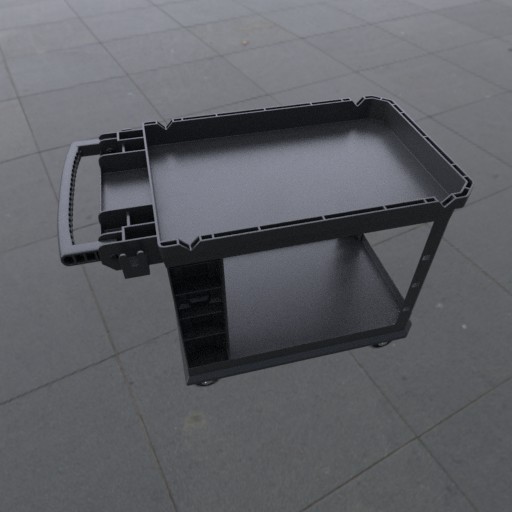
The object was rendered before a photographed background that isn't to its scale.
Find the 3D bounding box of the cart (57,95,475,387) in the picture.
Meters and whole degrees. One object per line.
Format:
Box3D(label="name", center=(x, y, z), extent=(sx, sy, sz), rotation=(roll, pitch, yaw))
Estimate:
Box3D(label="cart", center=(0.000, 0.000, 1.748), extent=(1.239, 0.884, 0.674), rotation=(-10, 46, -10))
